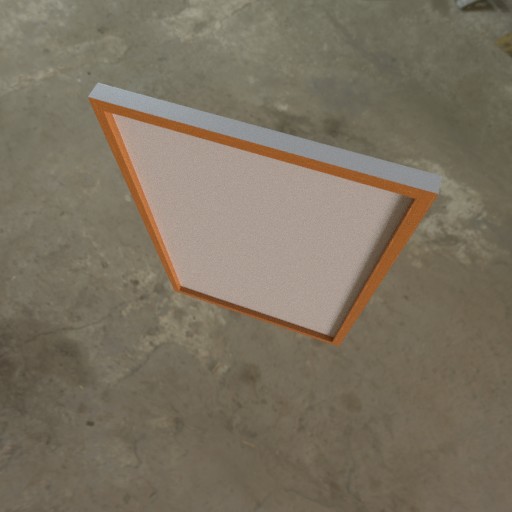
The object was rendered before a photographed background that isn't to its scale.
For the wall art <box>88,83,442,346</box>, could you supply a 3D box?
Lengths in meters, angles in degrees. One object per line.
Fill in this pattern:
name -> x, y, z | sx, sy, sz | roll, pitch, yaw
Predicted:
wall art -> 0.000, 0.000, 1.146 | 0.610, 0.916, 0.037 | 18, 65, 8
